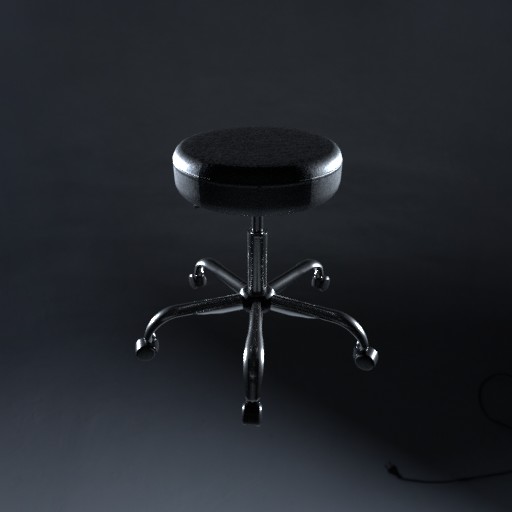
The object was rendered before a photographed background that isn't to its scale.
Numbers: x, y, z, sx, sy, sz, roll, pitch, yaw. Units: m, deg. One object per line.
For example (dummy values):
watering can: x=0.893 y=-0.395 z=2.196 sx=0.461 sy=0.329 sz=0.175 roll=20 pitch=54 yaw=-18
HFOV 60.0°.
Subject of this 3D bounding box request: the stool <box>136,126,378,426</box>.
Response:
stool: x=0.000 y=0.000 z=1.166 sx=0.673 sy=0.576 sz=0.638 roll=1 pitch=29 yaw=2
